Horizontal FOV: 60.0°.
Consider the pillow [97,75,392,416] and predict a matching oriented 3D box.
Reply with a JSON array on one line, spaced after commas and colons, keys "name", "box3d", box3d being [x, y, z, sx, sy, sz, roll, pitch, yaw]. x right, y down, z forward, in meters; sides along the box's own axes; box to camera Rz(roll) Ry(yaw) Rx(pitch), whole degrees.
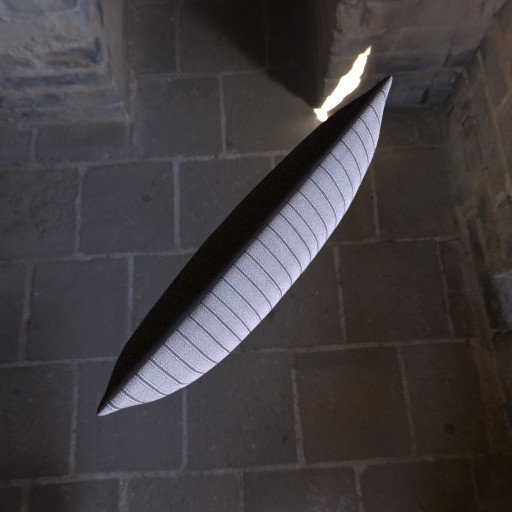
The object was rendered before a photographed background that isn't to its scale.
[{"name": "pillow", "box3d": [0.000, 0.000, 0.732, 0.151, 0.305, 0.609, 39, 79, 9]}]
